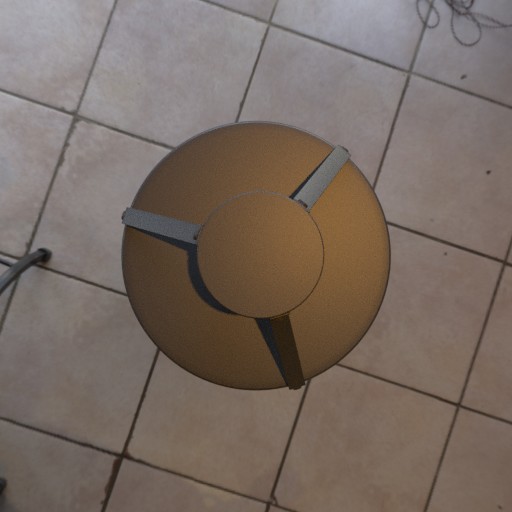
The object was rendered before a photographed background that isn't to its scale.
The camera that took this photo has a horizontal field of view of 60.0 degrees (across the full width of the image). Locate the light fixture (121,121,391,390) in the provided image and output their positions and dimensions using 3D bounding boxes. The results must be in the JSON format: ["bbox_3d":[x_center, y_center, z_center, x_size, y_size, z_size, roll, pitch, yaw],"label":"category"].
[{"bbox_3d":[0.000,0.000,0.534,0.304,0.269,0.304,0,90,-2],"label":"light fixture"}]
